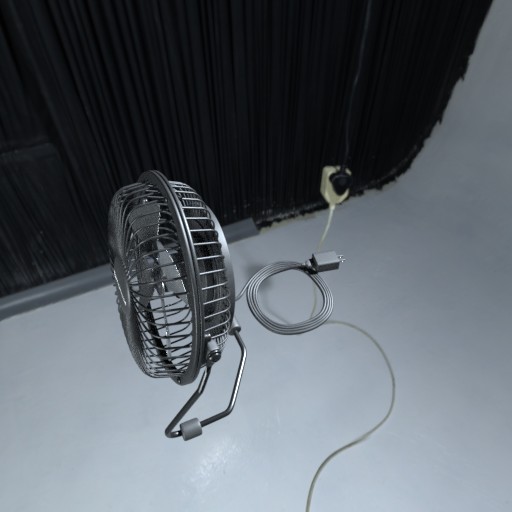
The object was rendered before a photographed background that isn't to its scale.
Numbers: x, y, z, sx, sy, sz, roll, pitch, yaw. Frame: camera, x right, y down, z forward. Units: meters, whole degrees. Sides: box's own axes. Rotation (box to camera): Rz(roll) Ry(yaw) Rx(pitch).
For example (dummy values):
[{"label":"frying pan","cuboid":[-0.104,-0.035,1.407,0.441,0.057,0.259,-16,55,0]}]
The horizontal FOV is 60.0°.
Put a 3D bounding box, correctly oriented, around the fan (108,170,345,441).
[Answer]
[{"label":"fan","cuboid":[0.000,0.000,0.313,0.202,0.152,0.153,-19,49,-17]}]
